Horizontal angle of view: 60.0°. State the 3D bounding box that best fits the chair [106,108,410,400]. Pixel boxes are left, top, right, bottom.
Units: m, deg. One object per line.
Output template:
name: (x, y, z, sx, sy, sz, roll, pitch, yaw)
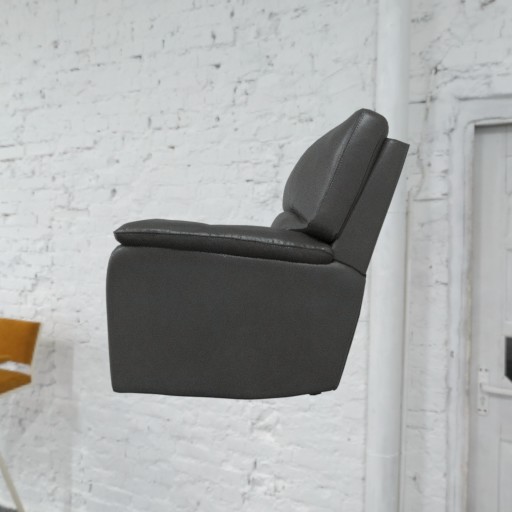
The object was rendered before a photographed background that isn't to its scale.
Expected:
chair: (0.000, 0.000, 2.011, 1.087, 1.109, 1.096, 0, 1, 2)
